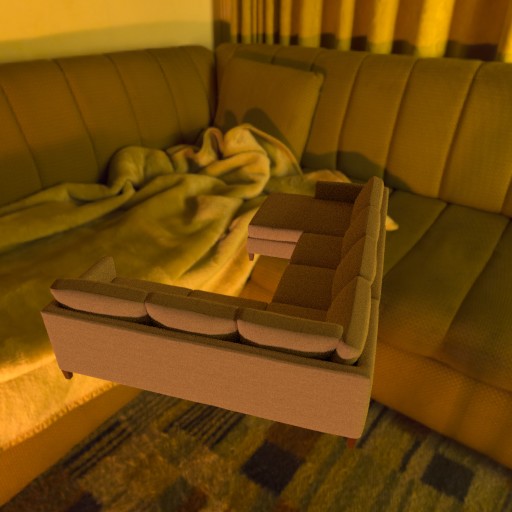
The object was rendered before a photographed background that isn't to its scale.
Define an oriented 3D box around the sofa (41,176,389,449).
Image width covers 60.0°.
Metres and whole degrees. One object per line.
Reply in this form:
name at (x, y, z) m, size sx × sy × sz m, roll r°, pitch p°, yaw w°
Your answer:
sofa at (0.000, 0.000, 4.713) m, size 2.594 × 0.961 × 3.460 m, roll 8°, pitch 32°, yaw 14°
